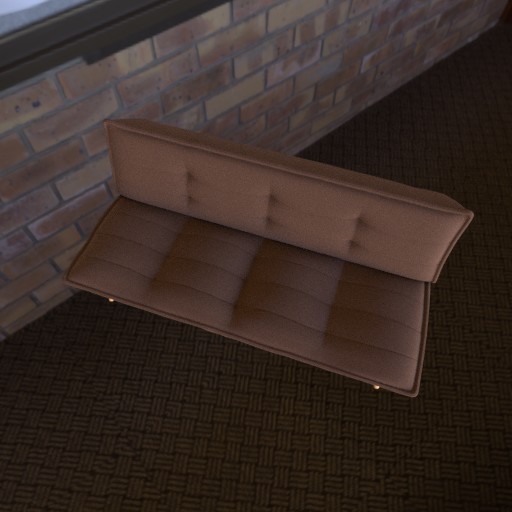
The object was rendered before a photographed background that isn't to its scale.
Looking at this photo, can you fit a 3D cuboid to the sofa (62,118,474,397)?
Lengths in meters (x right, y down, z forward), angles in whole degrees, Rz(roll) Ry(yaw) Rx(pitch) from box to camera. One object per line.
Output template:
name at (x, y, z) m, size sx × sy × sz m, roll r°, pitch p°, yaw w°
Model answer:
sofa at (0.000, 0.000, 2.445) m, size 1.940 × 0.890 × 0.950 m, roll 16°, pitch 61°, yaw 9°
